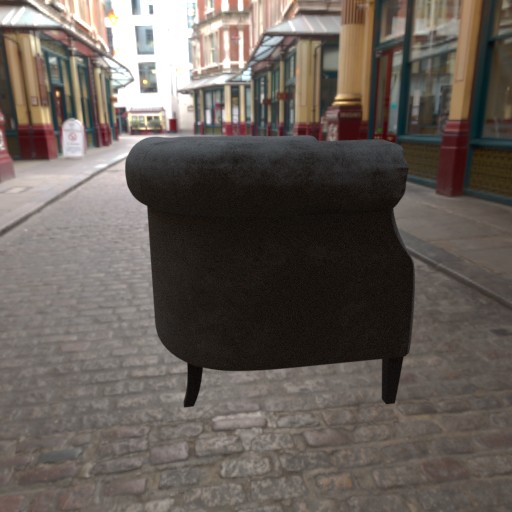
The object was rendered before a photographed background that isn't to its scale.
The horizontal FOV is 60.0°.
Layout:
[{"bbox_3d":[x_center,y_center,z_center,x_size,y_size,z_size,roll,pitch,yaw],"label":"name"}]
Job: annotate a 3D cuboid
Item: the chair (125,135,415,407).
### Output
[{"bbox_3d":[0.000,0.000,1.585,0.851,0.826,0.904,-3,16,-10],"label":"chair"}]
